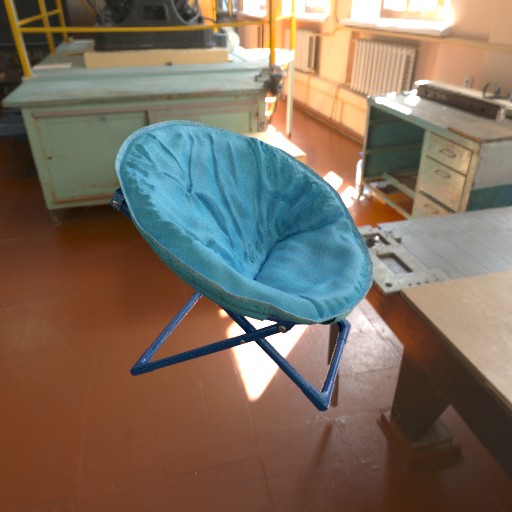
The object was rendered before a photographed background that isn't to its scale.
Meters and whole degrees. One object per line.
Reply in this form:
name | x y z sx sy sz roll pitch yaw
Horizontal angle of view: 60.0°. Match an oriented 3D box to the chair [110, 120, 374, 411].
chair | 0.000 0.000 0.895 0.465 0.478 0.520 10 32 17
